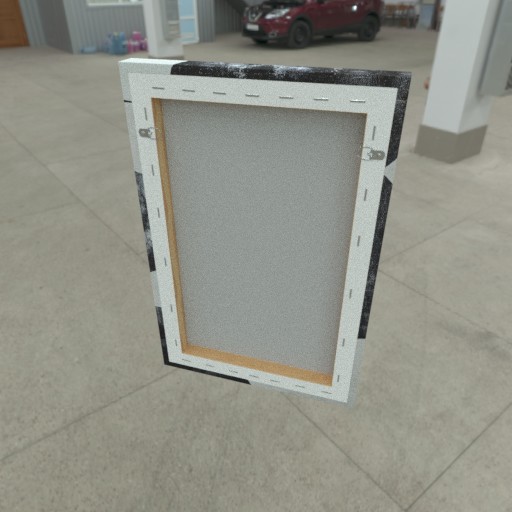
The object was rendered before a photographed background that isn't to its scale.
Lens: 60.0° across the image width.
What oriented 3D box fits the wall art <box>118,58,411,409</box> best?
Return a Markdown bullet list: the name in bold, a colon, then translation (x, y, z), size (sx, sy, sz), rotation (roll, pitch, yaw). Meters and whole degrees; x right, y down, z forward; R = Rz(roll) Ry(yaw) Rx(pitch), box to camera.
- **wall art**: translation (0.000, 0.000, 0.766), size (0.407, 0.610, 0.039), rotation (9, 33, 14)
